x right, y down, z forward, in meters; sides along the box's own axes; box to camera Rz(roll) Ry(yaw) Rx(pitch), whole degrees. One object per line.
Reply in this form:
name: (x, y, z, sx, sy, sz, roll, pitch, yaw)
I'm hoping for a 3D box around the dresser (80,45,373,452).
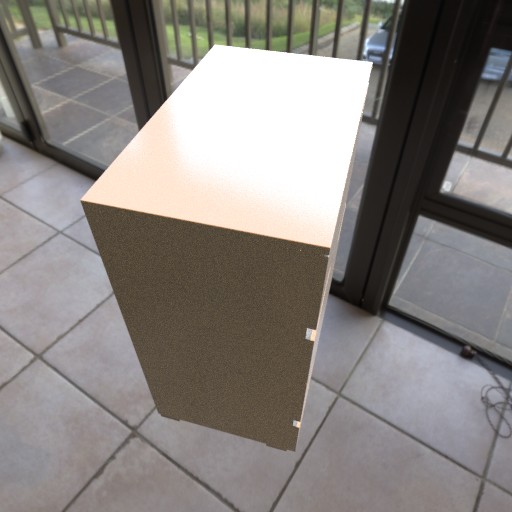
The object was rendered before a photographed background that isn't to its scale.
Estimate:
dresser: (0.000, 0.000, 1.171, 0.400, 0.800, 0.650, 11, 47, 11)
